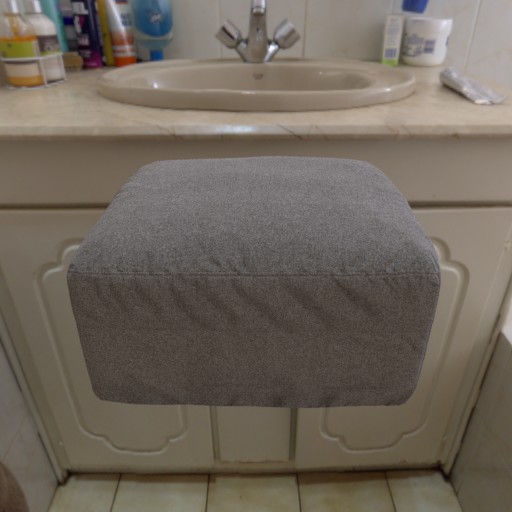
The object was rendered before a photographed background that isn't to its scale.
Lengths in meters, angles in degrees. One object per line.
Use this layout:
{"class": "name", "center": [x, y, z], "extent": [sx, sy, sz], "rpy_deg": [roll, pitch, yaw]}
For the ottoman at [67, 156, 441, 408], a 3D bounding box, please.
{"class": "ottoman", "center": [0.000, 0.000, 1.261], "extent": [0.837, 0.481, 0.683], "rpy_deg": [1, 30, 1]}
